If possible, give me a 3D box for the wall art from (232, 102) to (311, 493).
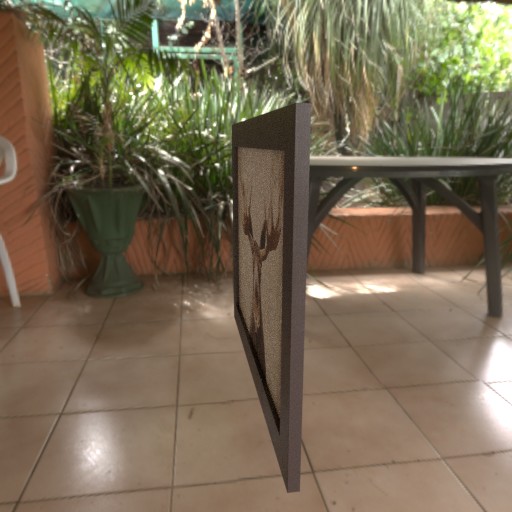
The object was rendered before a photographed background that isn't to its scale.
[{"bbox_3d":[0.000,0.000,1.601,0.034,0.952,1.207,-2,15,-9],"label":"wall art"}]
